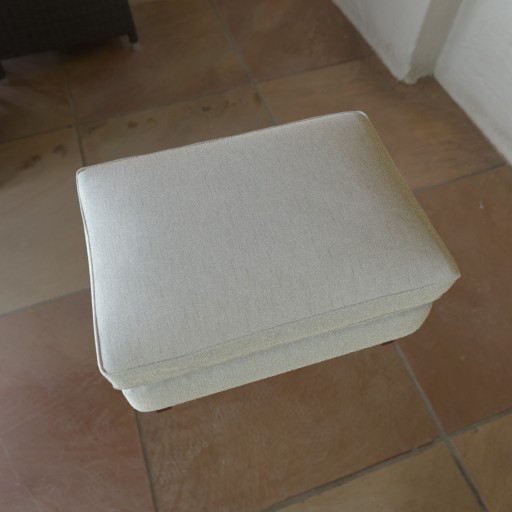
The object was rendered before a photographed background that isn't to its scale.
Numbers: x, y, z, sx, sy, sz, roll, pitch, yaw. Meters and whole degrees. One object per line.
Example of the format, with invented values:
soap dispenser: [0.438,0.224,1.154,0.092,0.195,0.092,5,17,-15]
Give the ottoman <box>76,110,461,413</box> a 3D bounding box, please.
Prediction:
ottoman: [0.000,0.000,0.982,0.665,0.406,0.501,-14,60,-8]
